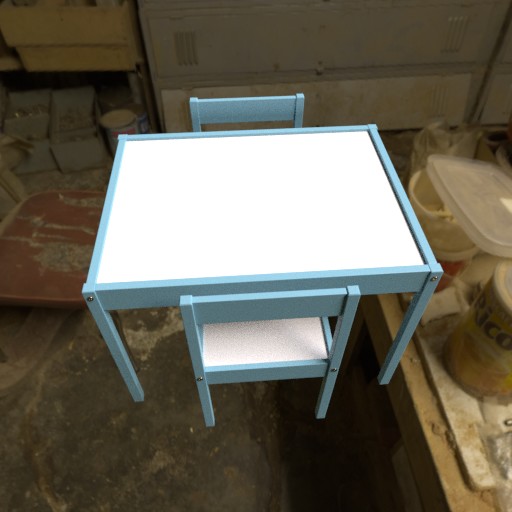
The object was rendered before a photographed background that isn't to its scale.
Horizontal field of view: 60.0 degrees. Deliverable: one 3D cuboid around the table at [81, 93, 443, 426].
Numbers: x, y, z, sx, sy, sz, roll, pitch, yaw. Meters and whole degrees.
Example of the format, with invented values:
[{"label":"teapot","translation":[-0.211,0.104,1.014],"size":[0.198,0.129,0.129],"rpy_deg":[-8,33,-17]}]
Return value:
[{"label":"table","translation":[0.000,0.000,1.088],"size":[0.639,0.503,0.633],"rpy_deg":[-3,48,-3]}]
